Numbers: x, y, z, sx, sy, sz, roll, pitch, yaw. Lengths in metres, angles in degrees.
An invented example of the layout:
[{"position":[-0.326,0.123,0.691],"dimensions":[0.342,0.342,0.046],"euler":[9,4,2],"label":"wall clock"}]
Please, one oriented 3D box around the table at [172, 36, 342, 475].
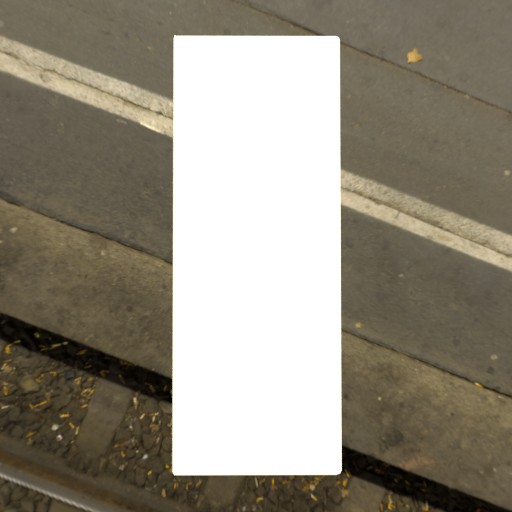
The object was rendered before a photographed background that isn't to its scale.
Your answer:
[{"position":[0.000,0.000,1.557],"dimensions":[0.459,0.740,1.184],"euler":[0,90,0],"label":"table"}]
